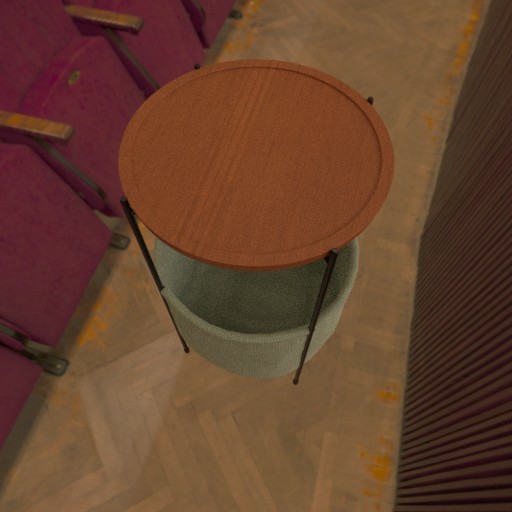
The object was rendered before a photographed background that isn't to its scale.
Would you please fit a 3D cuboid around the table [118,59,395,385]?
[{"bbox_3d":[0.000,0.000,0.892,0.400,0.623,0.400,14,61,8],"label":"table"}]
